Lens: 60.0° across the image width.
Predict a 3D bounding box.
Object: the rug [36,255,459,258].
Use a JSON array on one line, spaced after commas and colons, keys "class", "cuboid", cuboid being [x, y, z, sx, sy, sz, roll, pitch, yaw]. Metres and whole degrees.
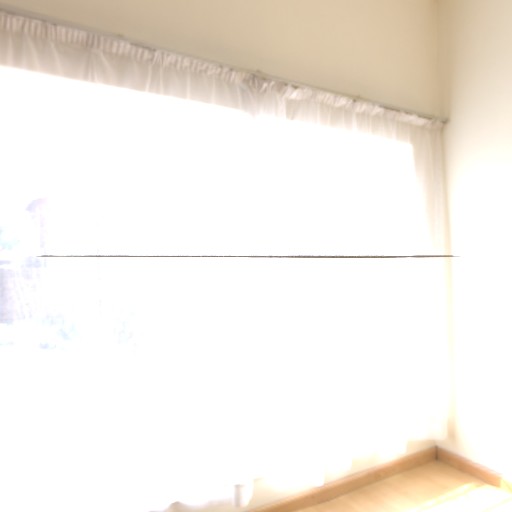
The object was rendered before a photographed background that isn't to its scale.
[{"class": "rug", "cuboid": [0.000, 0.000, 3.817, 2.910, 0.013, 2.256, 0, 0, 34]}]
